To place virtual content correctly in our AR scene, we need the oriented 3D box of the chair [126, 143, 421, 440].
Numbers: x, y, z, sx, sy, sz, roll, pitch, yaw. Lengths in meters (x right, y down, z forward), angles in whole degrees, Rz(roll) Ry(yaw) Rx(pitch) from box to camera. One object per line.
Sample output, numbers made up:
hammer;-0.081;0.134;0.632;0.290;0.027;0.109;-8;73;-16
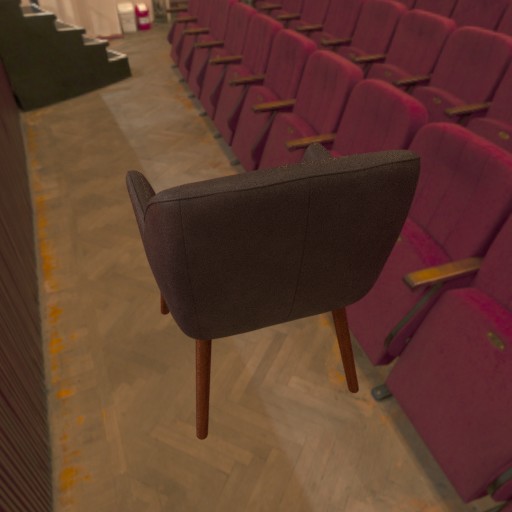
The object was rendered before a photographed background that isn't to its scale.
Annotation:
chair;0.000;0.000;1.239;0.610;0.828;0.610;-12;41;-14
